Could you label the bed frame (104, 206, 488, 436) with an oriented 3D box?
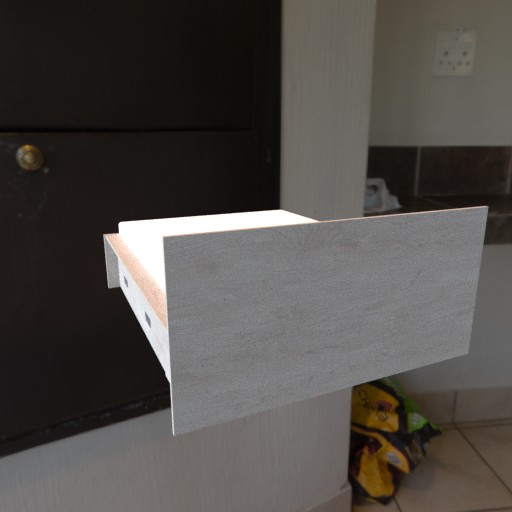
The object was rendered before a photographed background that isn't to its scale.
[{"bbox_3d":[0.000,0.000,2.822,1.622,0.800,1.960,-7,17,-24],"label":"bed frame"}]
